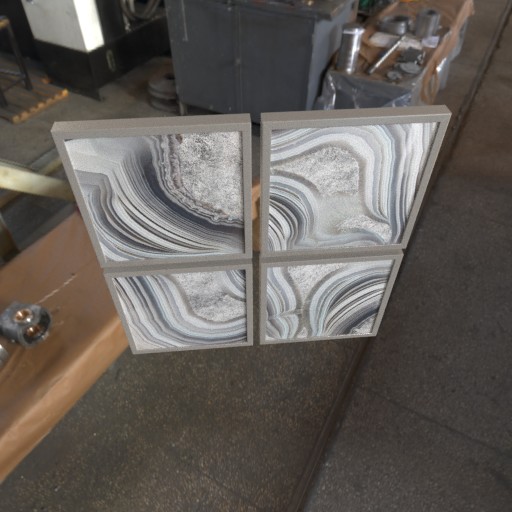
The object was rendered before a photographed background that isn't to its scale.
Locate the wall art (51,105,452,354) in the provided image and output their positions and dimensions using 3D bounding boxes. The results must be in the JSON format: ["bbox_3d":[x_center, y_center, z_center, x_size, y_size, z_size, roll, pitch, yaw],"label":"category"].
[{"bbox_3d":[0.000,0.000,0.901,0.611,0.611,0.029,-4,46,-4],"label":"wall art"}]
